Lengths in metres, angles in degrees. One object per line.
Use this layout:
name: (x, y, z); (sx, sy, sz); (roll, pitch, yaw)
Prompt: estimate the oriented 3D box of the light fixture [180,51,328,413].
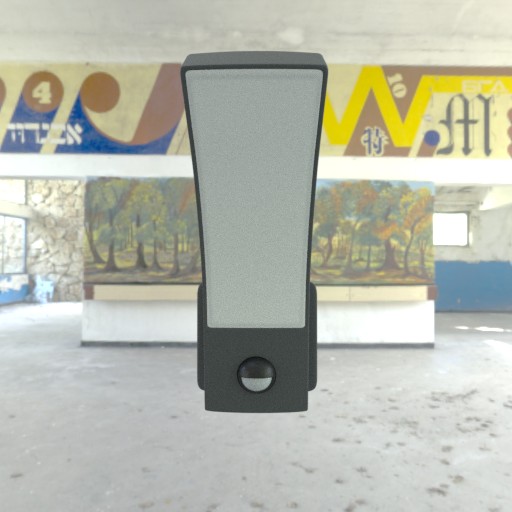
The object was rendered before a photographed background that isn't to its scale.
light fixture: (0.000, 0.000, 0.328); (0.108, 0.243, 0.174); (0, -1, 1)
